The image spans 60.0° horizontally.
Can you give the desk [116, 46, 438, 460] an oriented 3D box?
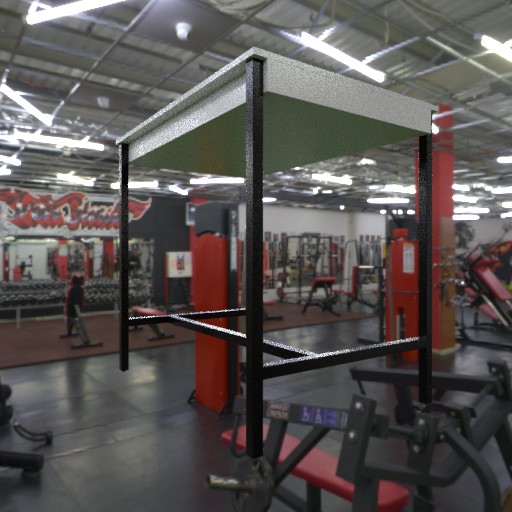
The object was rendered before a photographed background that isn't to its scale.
[{"bbox_3d":[0.000,0.000,1.305,0.573,0.766,0.811,0,0,-35],"label":"desk"}]
